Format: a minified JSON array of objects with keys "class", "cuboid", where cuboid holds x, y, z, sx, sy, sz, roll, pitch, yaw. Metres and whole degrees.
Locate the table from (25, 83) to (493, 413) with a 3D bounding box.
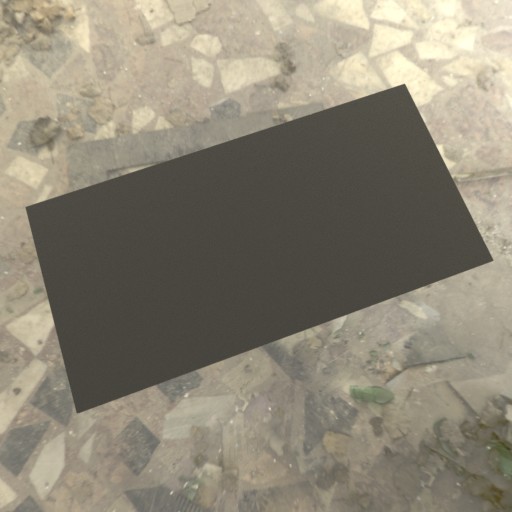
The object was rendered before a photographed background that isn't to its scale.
[{"class":"table","cuboid":[0.000,0.000,1.323,1.044,0.470,0.523,-19,77,-5]}]
